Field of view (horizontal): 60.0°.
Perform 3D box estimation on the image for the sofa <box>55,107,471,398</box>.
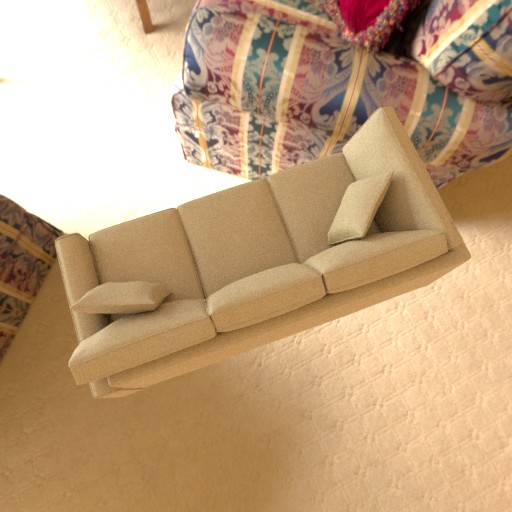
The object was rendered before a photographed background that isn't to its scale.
[{"bbox_3d":[0.000,0.000,2.865,2.317,0.962,1.061,-19,74,-6],"label":"sofa"}]
